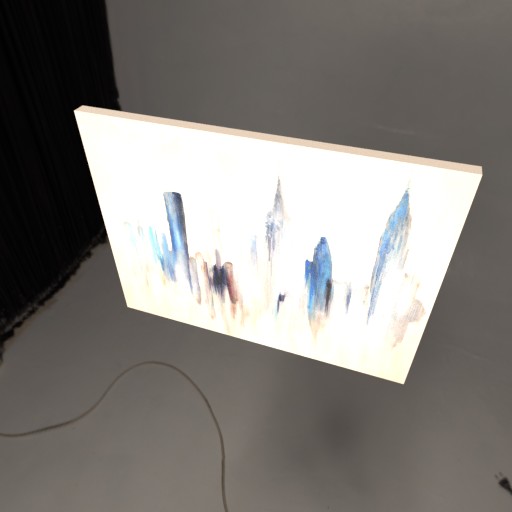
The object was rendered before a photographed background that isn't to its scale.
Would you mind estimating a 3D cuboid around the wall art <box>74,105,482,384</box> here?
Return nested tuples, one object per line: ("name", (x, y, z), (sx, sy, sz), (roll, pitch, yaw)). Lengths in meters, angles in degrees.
("wall art", (0.000, 0.000, 1.315), (1.016, 0.762, 0.038), (13, 42, 15))
